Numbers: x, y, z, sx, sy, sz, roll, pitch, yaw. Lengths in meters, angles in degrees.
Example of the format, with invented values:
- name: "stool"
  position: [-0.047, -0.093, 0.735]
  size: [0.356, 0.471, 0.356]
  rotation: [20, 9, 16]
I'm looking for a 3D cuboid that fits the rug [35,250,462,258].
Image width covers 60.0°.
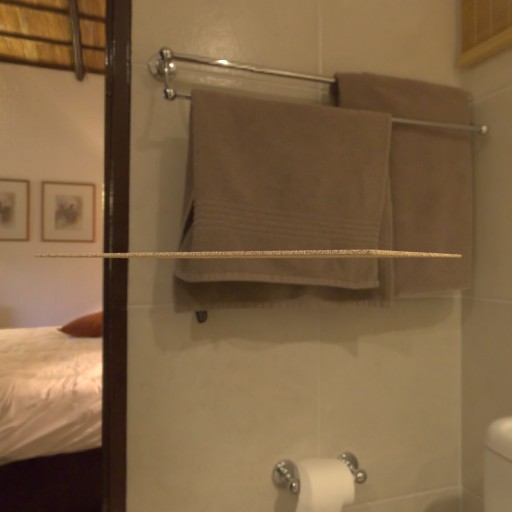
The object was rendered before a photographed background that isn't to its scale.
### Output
- name: "rug"
  position: [0.000, 0.000, 3.979]
  size: [3.000, 0.026, 2.400]
  rotation: [0, -1, 34]
